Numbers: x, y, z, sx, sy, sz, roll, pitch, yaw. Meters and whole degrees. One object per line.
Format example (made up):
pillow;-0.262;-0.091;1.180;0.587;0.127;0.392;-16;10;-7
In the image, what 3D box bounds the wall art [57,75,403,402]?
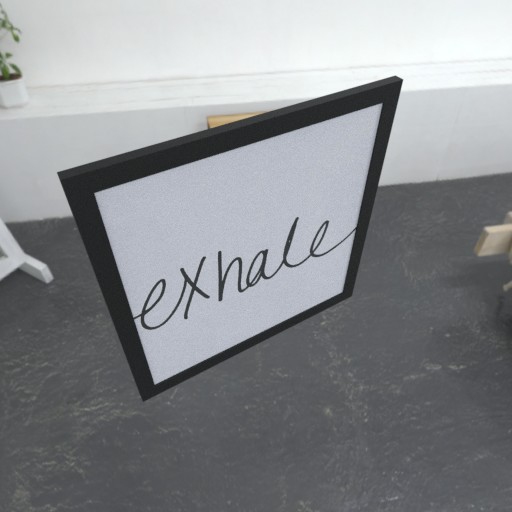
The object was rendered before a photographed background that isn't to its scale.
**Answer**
wall art;0.000;0.000;0.535;0.358;0.357;0.012;-23;49;-21
